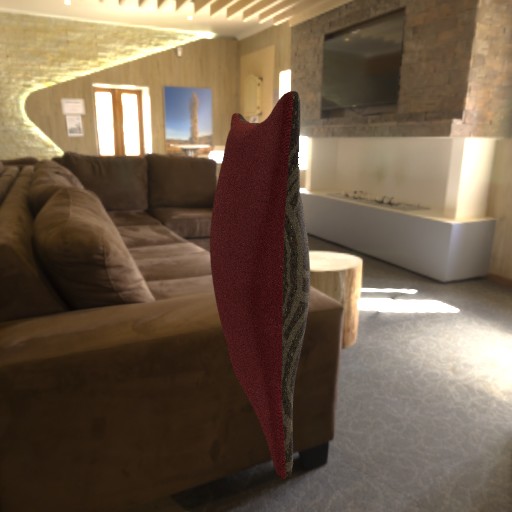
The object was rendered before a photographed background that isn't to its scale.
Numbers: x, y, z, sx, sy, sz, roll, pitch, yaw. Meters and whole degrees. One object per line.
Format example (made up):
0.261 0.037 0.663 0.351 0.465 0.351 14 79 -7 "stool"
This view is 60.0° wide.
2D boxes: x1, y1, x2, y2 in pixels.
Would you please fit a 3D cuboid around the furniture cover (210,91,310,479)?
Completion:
0.000 0.000 0.793 0.163 0.513 0.514 -2 15 -9 "furniture cover"
